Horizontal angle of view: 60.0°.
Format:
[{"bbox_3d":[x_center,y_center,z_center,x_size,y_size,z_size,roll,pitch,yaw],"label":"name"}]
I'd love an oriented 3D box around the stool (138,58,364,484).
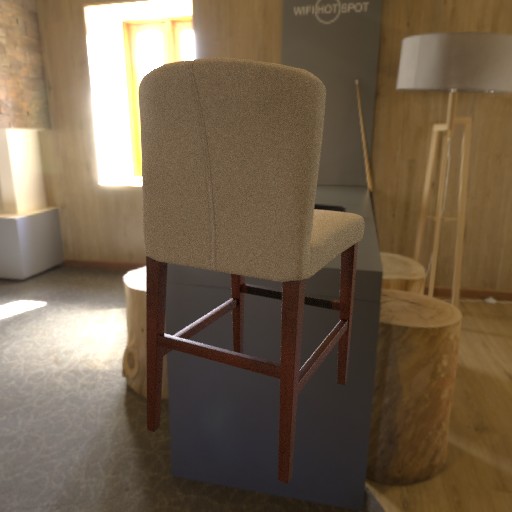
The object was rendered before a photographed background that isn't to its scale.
[{"bbox_3d":[0.000,0.000,1.261,0.479,0.968,0.568,8,18,26],"label":"stool"}]
